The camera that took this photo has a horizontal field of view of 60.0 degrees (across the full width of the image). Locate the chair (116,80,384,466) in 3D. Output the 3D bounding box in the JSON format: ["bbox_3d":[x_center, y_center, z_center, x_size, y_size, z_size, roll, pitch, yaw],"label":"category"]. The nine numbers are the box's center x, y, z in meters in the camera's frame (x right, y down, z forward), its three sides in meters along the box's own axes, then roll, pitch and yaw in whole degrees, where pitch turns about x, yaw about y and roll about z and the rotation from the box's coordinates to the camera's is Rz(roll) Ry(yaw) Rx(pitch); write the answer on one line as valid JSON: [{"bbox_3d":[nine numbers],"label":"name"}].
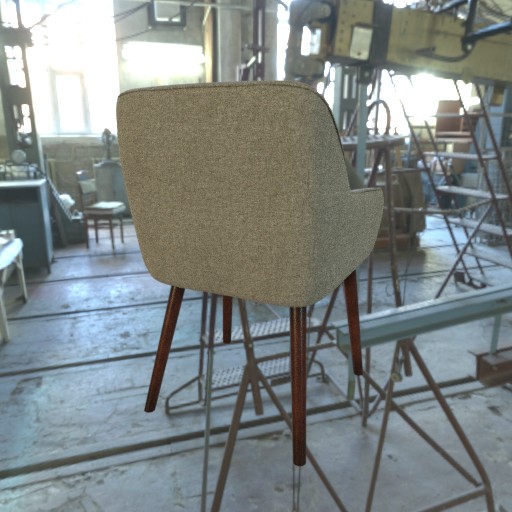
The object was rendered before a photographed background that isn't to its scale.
[{"bbox_3d":[0.000,0.000,1.156,0.543,0.803,0.519,8,17,26],"label":"chair"}]
